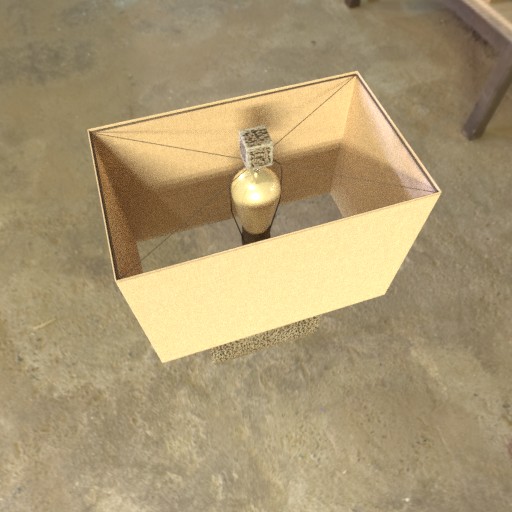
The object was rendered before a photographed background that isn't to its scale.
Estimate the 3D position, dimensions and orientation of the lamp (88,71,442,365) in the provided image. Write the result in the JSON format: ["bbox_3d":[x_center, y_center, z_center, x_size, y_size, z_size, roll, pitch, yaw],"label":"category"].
[{"bbox_3d":[0.000,0.000,0.571,0.294,0.411,0.180,-16,60,-9],"label":"lamp"}]
